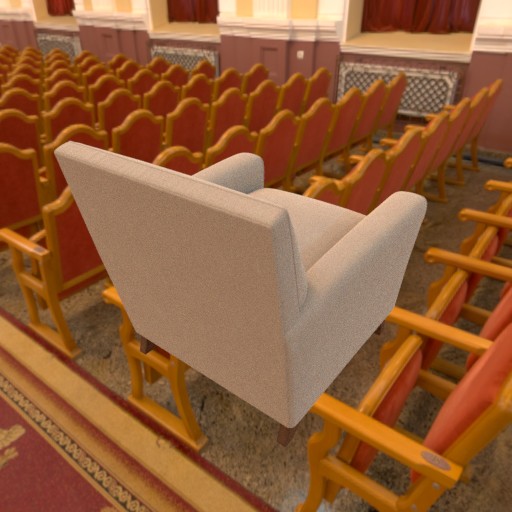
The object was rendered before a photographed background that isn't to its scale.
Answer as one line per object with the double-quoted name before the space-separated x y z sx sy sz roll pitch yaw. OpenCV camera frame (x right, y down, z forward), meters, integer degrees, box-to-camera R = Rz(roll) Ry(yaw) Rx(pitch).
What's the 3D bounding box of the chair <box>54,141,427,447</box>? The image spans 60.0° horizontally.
"chair" 0.000 0.000 1.539 0.840 0.846 0.871 22 37 32
